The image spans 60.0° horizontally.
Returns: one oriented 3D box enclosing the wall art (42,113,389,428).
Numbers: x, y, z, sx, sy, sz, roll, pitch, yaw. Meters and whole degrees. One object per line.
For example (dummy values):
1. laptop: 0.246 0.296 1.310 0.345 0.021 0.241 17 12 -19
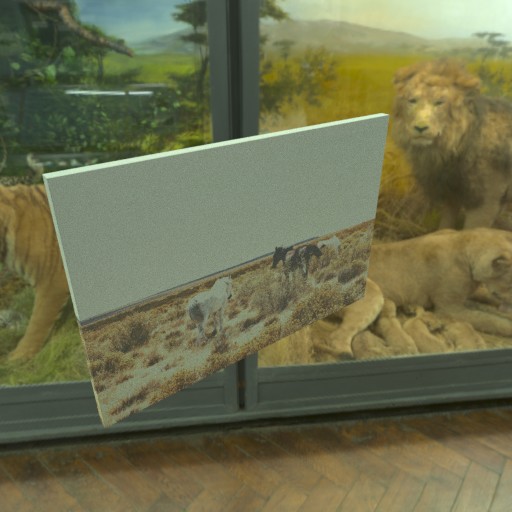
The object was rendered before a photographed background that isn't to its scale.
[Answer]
1. wall art: 0.000 0.000 1.914 1.520 1.016 0.051 -20 34 -32
